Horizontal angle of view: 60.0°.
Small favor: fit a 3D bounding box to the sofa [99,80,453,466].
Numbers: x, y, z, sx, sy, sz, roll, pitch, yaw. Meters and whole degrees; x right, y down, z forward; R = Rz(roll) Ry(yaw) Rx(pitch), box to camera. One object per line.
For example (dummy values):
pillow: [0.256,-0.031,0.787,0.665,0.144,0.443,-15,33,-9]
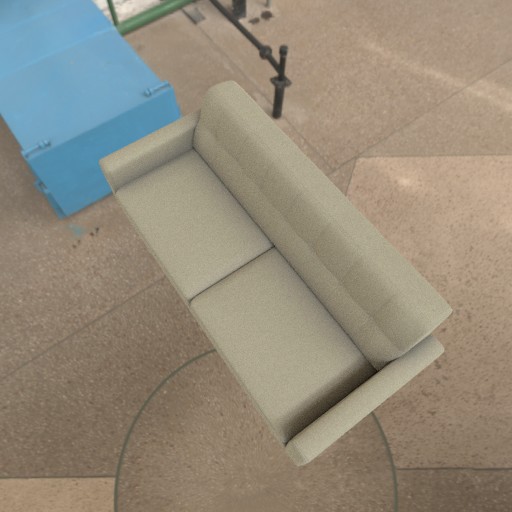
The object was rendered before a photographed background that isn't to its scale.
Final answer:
sofa: [0.000,0.000,2.675,0.980,0.892,2.137,-32,68,-15]
